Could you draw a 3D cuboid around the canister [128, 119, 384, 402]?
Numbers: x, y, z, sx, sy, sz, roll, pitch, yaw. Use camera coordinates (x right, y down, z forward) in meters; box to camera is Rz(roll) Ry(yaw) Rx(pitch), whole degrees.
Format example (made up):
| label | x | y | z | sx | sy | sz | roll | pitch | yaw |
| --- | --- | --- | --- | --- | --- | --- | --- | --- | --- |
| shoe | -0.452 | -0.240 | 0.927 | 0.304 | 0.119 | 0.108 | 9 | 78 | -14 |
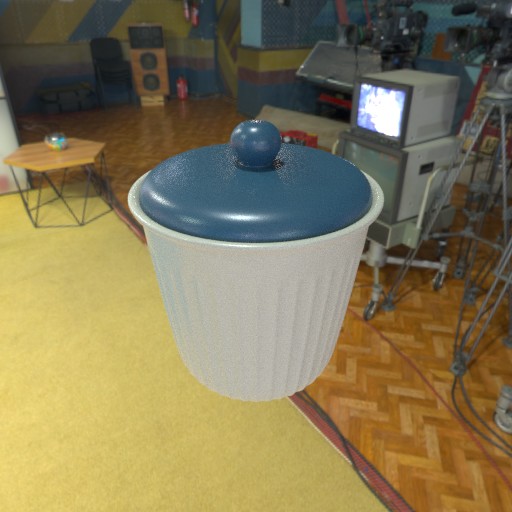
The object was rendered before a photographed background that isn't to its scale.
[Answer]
| label | x | y | z | sx | sy | sz | roll | pitch | yaw |
| --- | --- | --- | --- | --- | --- | --- | --- | --- | --- |
| canister | 0.000 | 0.000 | 0.352 | 0.181 | 0.211 | 0.181 | 0 | 30 | 0 |
